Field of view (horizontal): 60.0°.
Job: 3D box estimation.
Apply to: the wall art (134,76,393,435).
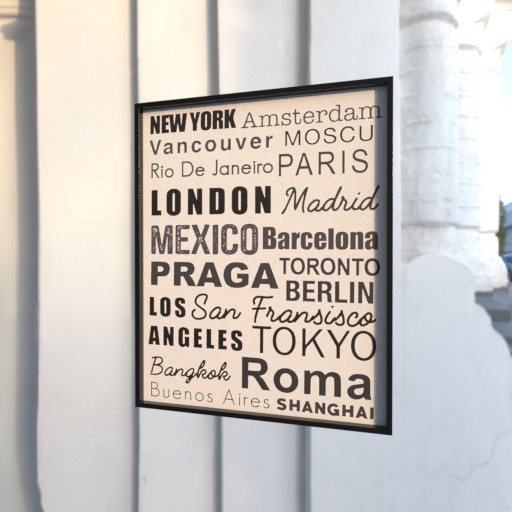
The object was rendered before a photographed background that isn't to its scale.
[{"bbox_3d":[0.000,0.000,0.760,0.448,0.551,0.038,0,1,16],"label":"wall art"}]
